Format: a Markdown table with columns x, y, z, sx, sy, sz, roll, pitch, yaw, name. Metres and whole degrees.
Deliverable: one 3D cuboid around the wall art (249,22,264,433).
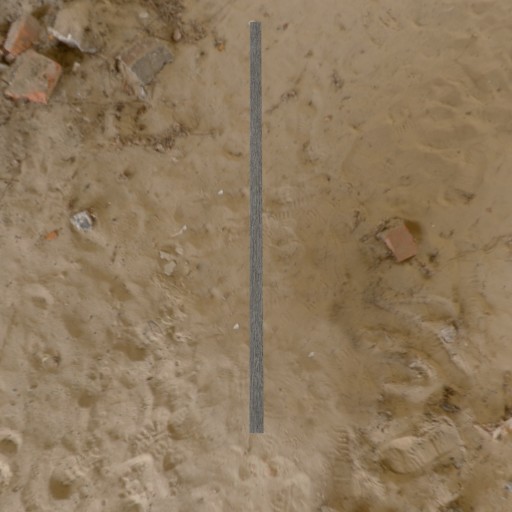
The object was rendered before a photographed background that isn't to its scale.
| x | y | z | sx | sy | sz | roll | pitch | yaw | name |
| --- | --- | --- | --- | --- | --- | --- | --- | --- | --- |
| 0.000 | 0.000 | 1.035 | 0.020 | 0.685 | 0.685 | 0 | 76 | 0 | wall art |
